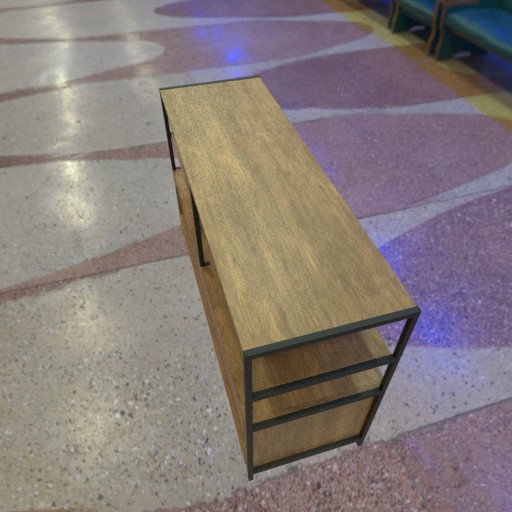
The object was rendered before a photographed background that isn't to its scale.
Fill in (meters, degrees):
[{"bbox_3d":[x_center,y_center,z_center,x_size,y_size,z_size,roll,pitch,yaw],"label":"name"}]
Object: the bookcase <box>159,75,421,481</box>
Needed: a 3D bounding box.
[{"bbox_3d":[0.000,0.000,1.507,0.391,0.712,1.149,-12,47,-11],"label":"bookcase"}]
